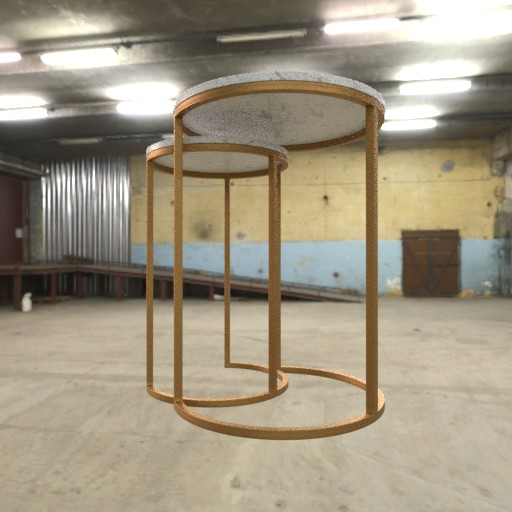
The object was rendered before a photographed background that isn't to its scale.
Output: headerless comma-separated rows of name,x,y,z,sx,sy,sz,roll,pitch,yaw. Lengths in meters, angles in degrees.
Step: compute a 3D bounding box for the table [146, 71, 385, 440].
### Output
table,0.000,0.000,0.892,0.507,0.550,0.400,0,0,37
